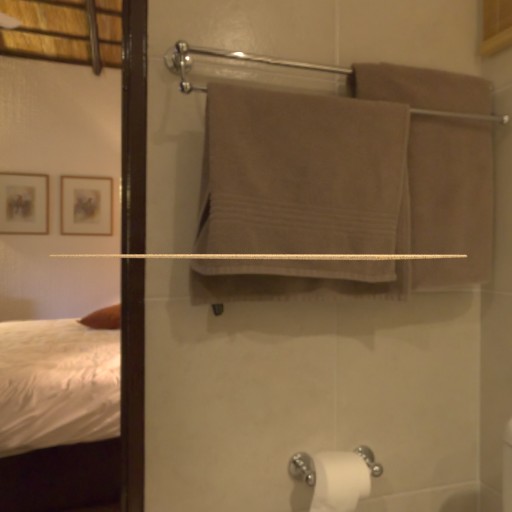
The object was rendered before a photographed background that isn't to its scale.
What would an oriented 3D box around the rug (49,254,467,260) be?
[{"bbox_3d":[0.000,0.000,2.783,2.144,0.013,1.509,0,0,36],"label":"rug"}]
